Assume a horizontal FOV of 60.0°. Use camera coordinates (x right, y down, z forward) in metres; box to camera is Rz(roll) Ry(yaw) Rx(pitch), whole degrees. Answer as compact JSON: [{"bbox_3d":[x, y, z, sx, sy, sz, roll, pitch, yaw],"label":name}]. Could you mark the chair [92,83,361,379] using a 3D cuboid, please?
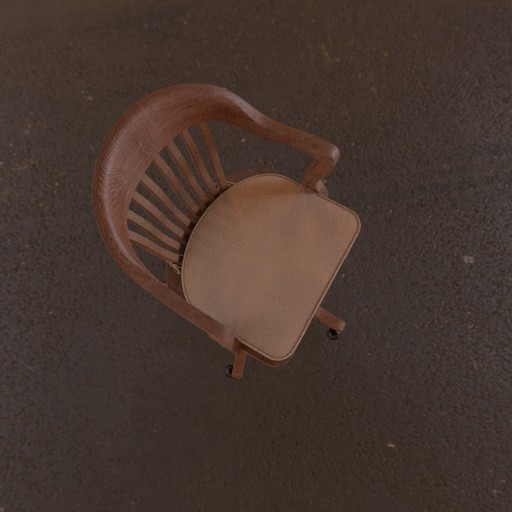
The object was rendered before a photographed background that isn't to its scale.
[{"bbox_3d":[0.000,0.000,1.422,0.788,0.878,0.750,29,76,8],"label":"chair"}]
